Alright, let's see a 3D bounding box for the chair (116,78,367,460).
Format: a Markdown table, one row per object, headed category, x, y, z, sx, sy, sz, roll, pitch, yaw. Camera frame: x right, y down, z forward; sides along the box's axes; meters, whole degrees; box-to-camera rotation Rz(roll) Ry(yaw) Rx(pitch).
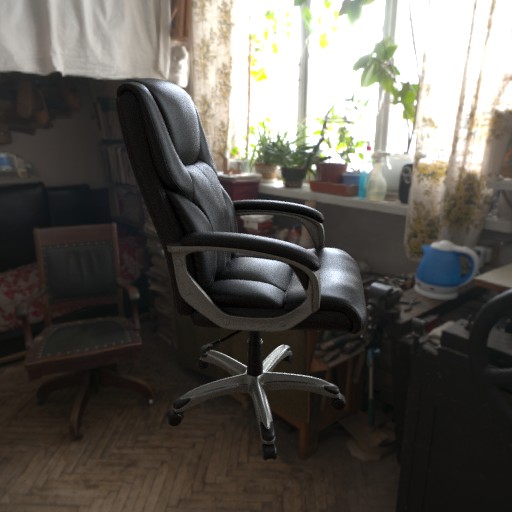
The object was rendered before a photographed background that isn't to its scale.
| category | x | y | z | sx | sy | sz | roll | pitch | yaw |
| --- | --- | --- | --- | --- | --- | --- | --- | --- | --- |
| chair | 0.000 | 0.000 | 1.541 | 0.739 | 1.155 | 0.663 | 3 | 17 | 9 |
